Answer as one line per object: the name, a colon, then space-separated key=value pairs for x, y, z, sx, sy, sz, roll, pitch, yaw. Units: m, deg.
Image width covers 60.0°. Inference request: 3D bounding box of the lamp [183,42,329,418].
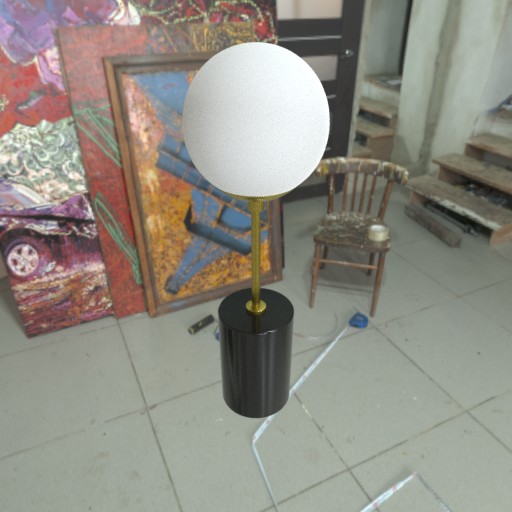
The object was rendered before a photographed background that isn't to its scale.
lamp: x=0.000 y=0.000 z=0.551 sx=0.153 sy=0.480 sz=0.153 roll=0 pitch=31 yaw=0
